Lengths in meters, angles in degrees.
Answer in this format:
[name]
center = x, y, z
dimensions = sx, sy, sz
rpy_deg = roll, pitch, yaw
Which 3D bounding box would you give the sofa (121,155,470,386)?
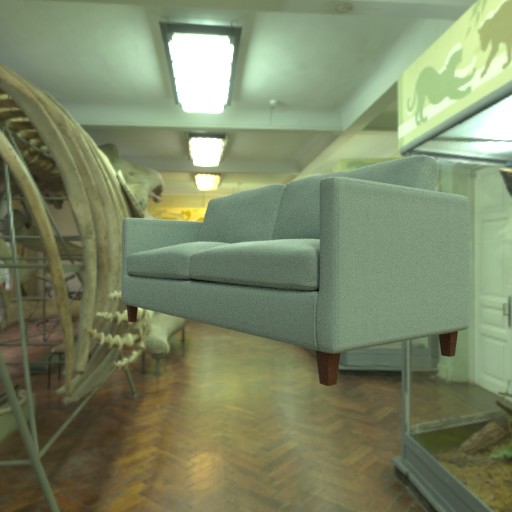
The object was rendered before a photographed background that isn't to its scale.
[sofa]
center = 0.000, 0.000, 2.709
dimensions = 0.951, 0.965, 2.208
rpy_deg = 0, 0, -36
